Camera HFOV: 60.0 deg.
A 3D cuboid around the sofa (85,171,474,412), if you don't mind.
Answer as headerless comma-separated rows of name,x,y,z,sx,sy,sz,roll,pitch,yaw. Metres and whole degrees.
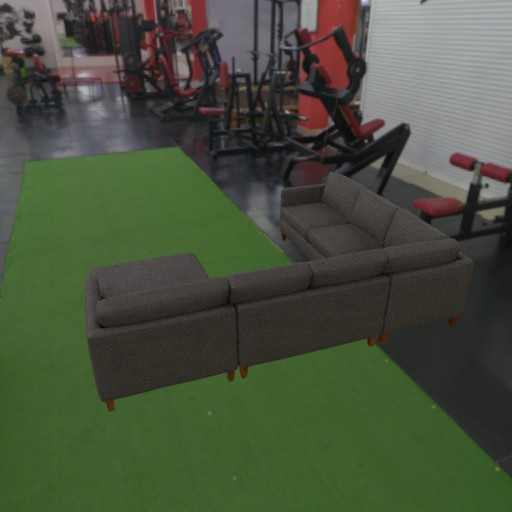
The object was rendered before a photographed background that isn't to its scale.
sofa,0.000,0.000,4.788,3.460,0.961,2.594,-9,29,-17
